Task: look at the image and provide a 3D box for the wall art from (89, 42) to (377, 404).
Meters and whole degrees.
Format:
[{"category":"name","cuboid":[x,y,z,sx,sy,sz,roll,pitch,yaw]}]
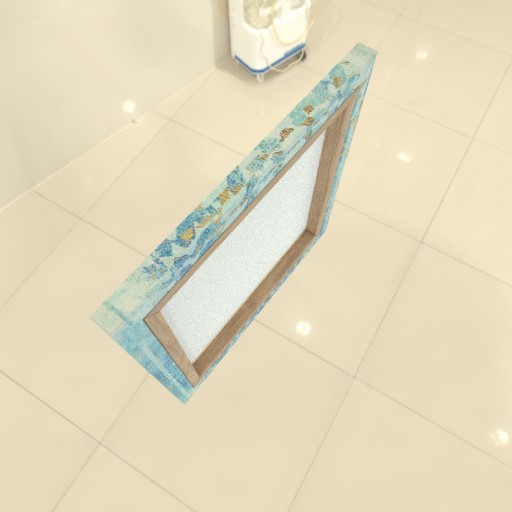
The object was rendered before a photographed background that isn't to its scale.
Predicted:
[{"category":"wall art","cuboid":[0.000,0.000,0.907,0.040,0.609,0.609,35,69,16]}]
